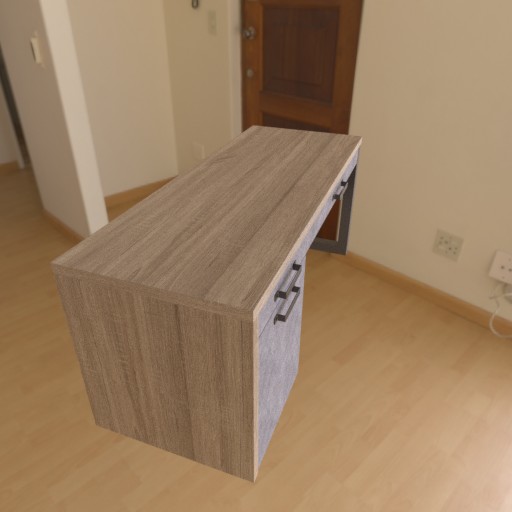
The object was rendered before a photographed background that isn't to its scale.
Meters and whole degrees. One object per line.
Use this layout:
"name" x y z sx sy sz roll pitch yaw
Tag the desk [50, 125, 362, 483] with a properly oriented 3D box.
"desk" 0.000 0.000 2.119 0.690 0.760 1.700 11 33 18
